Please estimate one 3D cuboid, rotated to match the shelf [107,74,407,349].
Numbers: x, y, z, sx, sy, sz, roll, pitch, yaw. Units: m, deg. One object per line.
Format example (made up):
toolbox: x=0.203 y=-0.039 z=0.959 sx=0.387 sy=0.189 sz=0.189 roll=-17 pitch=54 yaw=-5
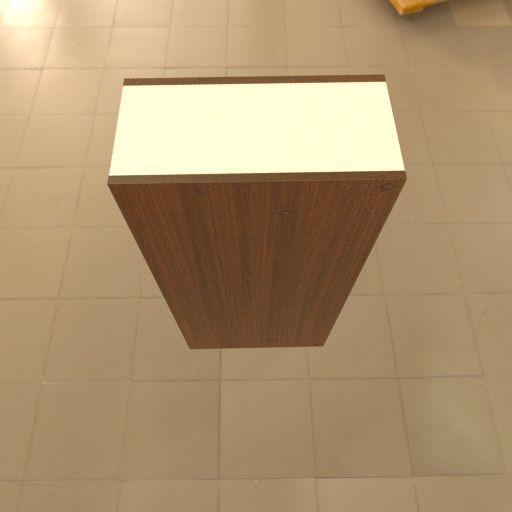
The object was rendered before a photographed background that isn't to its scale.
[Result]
shelf: x=0.000 y=0.000 z=0.728 sx=0.290 sy=0.600 sz=0.147 roll=-1 pitch=63 yaw=-1
